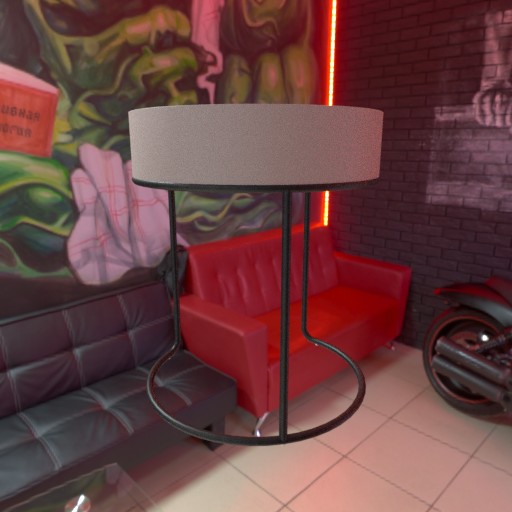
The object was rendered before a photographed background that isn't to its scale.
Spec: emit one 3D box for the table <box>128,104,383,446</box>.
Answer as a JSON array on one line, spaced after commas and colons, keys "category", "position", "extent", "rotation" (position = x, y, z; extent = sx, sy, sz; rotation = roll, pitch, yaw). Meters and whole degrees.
[{"category": "table", "position": [0.000, 0.000, 0.870], "extent": [0.450, 0.530, 0.450], "rotation": [0, 14, 0]}]
